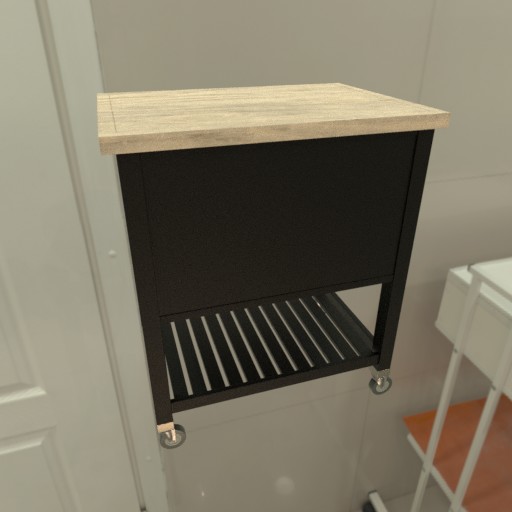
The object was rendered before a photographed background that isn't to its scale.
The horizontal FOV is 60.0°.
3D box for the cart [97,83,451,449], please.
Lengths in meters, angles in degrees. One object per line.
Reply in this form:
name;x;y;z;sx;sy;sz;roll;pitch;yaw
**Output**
cart;0.000;0.000;1.384;0.797;0.920;0.567;-9;29;-16
